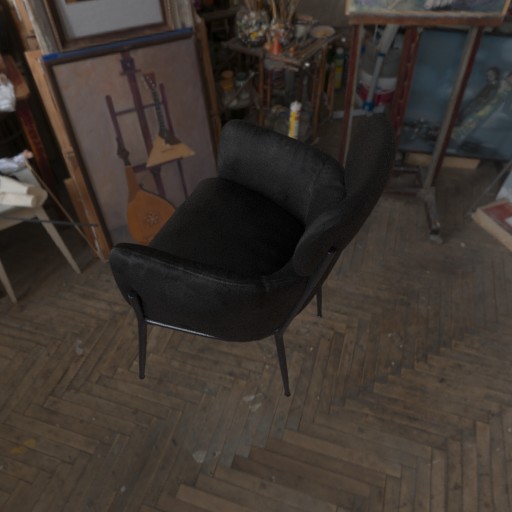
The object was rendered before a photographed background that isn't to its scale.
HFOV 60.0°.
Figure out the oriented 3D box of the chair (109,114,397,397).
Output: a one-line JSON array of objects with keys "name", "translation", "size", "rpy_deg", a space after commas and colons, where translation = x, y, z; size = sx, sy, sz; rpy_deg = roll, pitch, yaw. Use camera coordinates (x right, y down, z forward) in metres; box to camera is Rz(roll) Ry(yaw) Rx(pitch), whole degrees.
[{"name": "chair", "translation": [0.000, 0.000, 1.273], "size": [0.604, 0.818, 0.640], "rpy_deg": [18, 50, 16]}]
